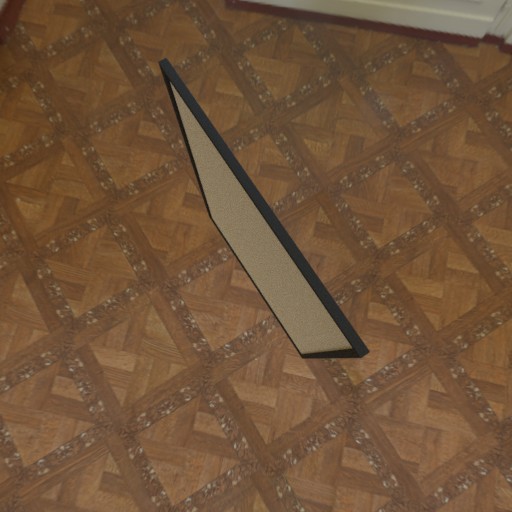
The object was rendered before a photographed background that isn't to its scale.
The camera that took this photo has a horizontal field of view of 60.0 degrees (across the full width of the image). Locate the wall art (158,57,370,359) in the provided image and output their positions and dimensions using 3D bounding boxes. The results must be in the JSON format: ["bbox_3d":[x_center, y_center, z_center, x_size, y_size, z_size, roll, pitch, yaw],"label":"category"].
[{"bbox_3d":[0.000,0.000,0.870,0.013,0.660,0.460,-32,79,-7],"label":"wall art"}]
